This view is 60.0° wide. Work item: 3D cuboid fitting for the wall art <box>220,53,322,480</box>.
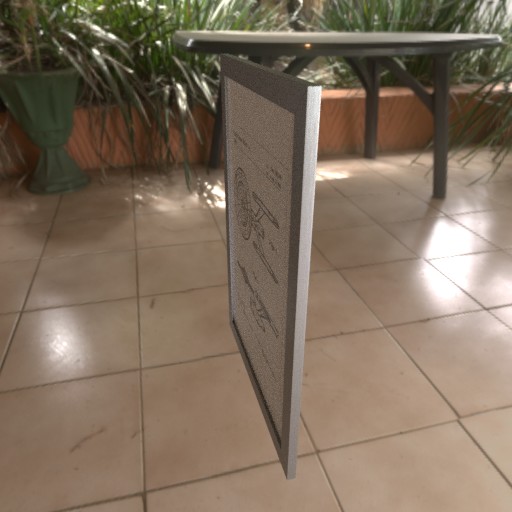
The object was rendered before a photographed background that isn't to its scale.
[{"bbox_3d":[0.000,0.000,0.665,0.013,0.529,0.376,-8,29,-14],"label":"wall art"}]
